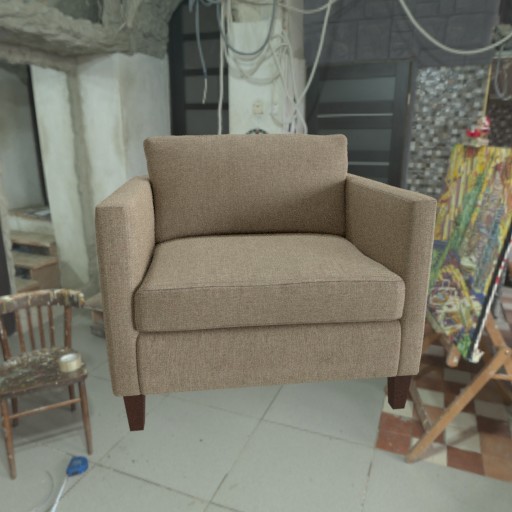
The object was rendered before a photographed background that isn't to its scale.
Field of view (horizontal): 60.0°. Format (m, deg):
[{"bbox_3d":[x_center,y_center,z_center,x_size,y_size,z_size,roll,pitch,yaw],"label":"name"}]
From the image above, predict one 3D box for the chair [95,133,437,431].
[{"bbox_3d":[0.000,0.000,1.861,1.107,0.987,0.959,-2,16,-7],"label":"chair"}]
